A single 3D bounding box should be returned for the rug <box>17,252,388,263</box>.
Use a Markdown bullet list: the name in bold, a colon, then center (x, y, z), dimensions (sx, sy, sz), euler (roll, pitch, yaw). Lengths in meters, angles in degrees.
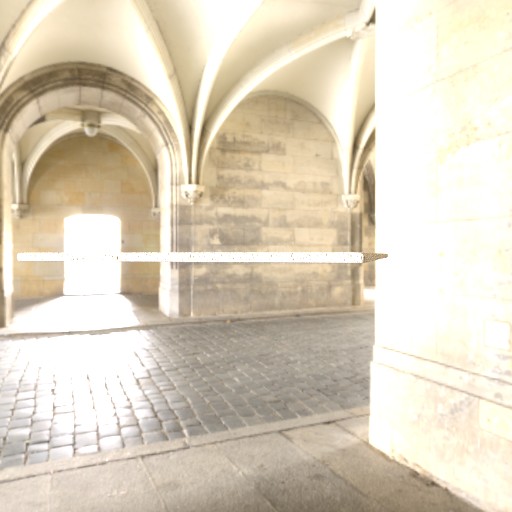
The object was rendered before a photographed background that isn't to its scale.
- **rug**: center (0.000, 0.000, 2.232), dimensions (1.219, 0.030, 1.778), euler (0, 0, 19)
